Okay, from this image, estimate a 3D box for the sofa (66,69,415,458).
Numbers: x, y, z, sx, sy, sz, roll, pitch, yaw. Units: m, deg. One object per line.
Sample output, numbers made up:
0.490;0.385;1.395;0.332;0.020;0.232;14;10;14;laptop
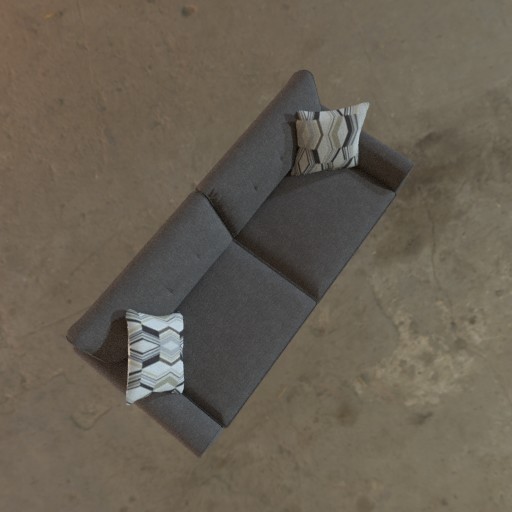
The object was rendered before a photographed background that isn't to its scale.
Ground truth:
0.000;0.000;2.550;0.889;0.813;2.032;36;76;10;sofa
